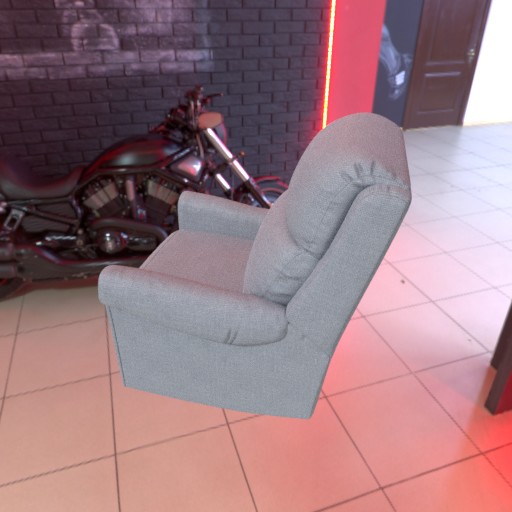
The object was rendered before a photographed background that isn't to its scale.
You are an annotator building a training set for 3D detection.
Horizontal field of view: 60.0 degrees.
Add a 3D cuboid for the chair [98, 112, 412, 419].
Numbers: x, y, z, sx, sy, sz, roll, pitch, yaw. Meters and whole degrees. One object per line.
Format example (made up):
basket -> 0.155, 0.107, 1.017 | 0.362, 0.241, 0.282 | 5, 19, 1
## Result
chair -> 0.000, 0.000, 1.772 | 1.014, 1.054, 0.838 | 7, 31, 12
